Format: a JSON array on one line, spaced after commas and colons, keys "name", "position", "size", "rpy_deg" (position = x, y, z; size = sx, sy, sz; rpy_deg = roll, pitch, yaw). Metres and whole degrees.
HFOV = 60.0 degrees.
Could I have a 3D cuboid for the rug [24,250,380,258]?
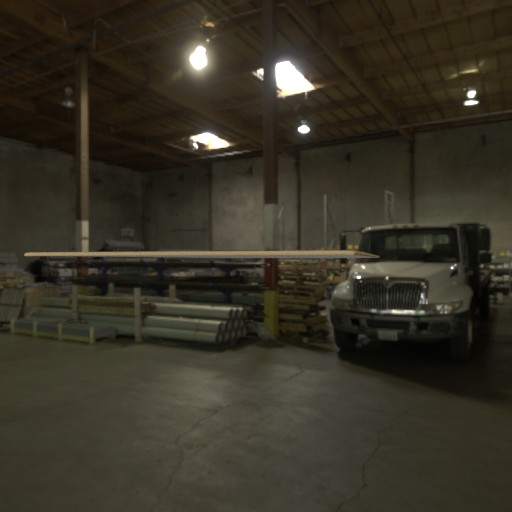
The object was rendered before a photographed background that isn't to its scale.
[{"name": "rug", "position": [0.000, 0.000, 2.074], "size": [1.062, 0.013, 1.667], "rpy_deg": [0, -1, 18]}]
